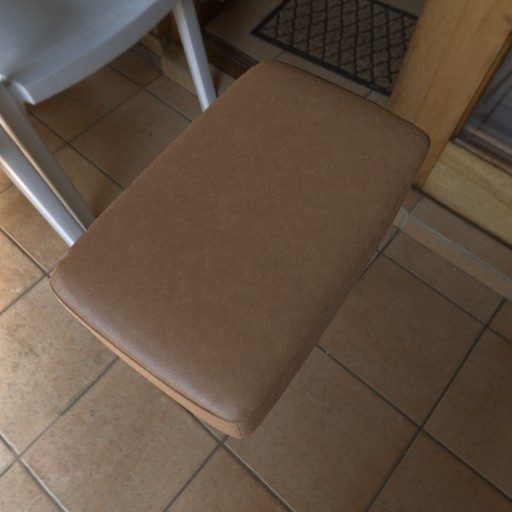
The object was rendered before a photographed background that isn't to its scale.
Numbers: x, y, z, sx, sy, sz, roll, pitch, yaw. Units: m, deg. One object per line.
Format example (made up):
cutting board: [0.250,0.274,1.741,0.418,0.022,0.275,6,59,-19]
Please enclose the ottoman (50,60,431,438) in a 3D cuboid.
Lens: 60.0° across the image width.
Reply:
ottoman: [0.000,0.000,0.964,0.420,0.480,0.670,32,68,15]
